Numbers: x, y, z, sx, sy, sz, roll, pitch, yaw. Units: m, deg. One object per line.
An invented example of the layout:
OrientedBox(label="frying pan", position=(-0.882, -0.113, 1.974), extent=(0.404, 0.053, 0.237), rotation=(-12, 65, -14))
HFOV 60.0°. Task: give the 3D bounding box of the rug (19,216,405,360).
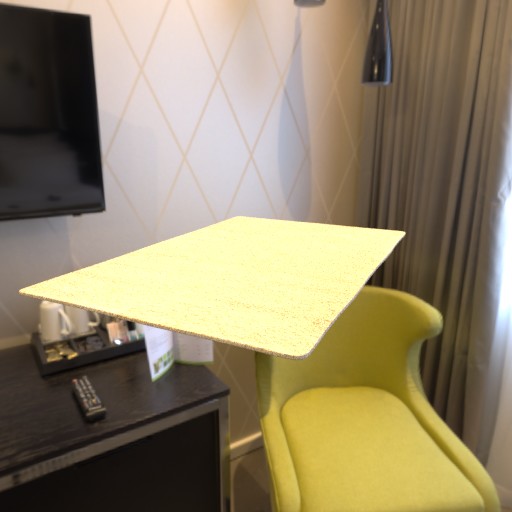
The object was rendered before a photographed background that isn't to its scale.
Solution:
OrientedBox(label="rug", position=(0.000, 0.000, 3.376), extent=(1.798, 0.025, 2.698), rotation=(8, 17, 26))
